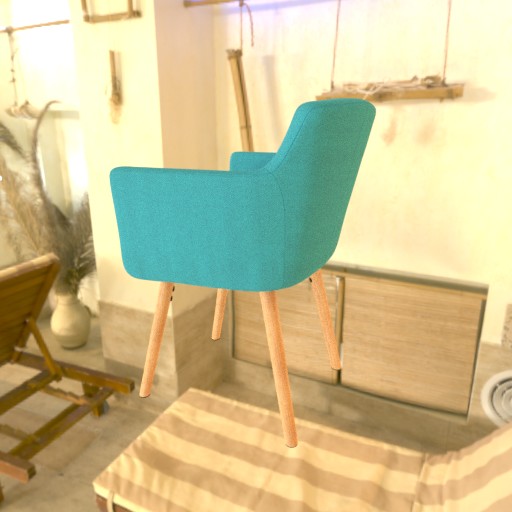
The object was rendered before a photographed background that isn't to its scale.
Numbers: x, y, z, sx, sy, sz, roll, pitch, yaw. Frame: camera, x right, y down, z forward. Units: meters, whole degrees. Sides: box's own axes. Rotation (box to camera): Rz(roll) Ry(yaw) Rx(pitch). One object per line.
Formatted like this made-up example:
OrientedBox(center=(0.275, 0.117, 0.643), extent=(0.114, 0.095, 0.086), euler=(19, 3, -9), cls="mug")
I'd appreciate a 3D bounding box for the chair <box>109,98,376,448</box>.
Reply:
OrientedBox(center=(0.000, 0.000, 1.178), extent=(0.540, 0.780, 0.570), euler=(8, 19, 25), cls="chair")
